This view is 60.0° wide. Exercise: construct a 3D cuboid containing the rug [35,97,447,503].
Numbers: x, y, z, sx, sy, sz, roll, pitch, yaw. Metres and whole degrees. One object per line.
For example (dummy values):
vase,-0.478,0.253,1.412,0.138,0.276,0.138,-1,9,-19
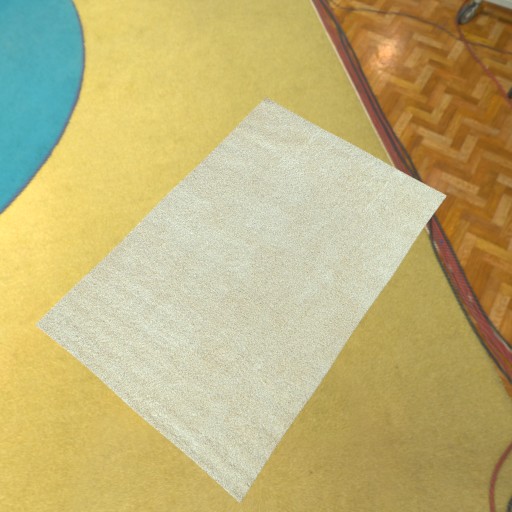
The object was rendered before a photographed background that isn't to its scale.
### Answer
rug,0.000,0.000,3.322,1.800,0.025,2.699,34,68,16
